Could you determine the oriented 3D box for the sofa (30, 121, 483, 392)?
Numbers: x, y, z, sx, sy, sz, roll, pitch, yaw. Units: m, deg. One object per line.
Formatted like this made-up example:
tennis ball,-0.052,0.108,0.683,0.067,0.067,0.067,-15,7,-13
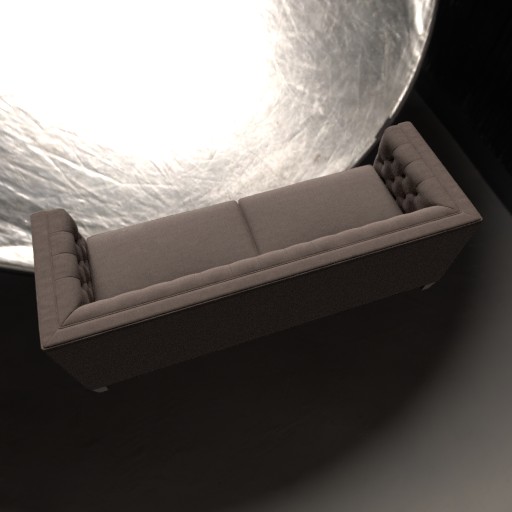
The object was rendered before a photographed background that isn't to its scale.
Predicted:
sofa,0.000,0.000,2.548,2.159,0.762,0.775,-16,59,-10
